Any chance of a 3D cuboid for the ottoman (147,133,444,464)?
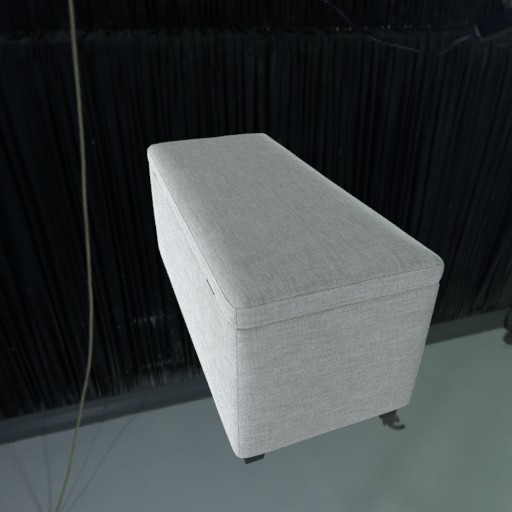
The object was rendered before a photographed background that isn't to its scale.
[{"bbox_3d":[0.000,0.000,1.171,0.419,0.432,0.902,-11,32,-17],"label":"ottoman"}]
